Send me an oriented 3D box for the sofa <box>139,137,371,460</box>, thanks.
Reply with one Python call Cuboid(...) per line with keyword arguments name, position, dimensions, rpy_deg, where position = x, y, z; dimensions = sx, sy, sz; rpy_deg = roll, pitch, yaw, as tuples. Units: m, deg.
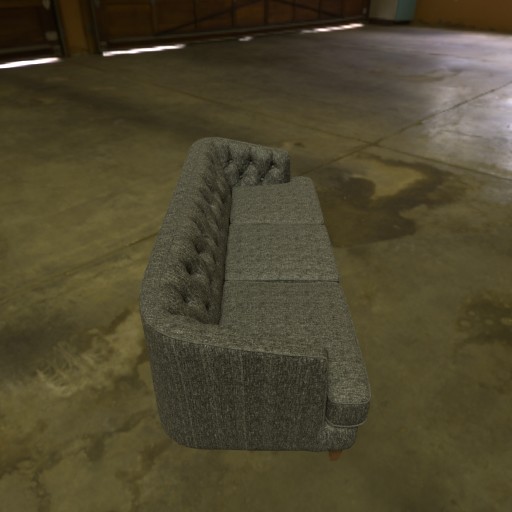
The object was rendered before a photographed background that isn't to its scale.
Cuboid(name="sofa", position=(0.000, 0.000, 2.696), dimensions=(0.941, 0.855, 2.278), rpy_deg=(0, 33, 0))
